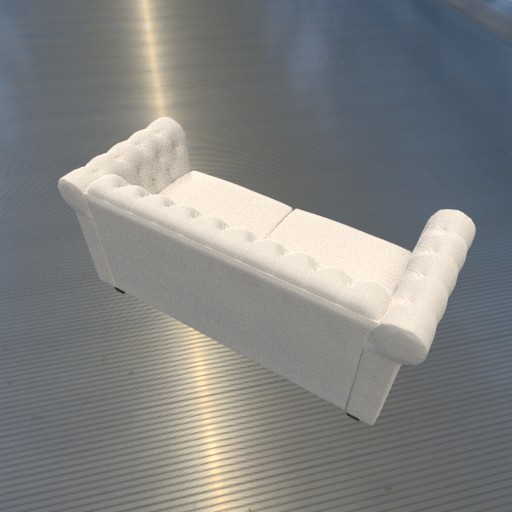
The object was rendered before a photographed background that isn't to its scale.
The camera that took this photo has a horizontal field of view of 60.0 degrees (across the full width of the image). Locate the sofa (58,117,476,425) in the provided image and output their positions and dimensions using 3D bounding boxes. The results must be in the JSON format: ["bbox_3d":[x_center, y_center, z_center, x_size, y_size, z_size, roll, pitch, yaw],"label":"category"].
[{"bbox_3d":[0.000,0.000,2.252,1.798,0.796,0.771,23,49,22],"label":"sofa"}]
